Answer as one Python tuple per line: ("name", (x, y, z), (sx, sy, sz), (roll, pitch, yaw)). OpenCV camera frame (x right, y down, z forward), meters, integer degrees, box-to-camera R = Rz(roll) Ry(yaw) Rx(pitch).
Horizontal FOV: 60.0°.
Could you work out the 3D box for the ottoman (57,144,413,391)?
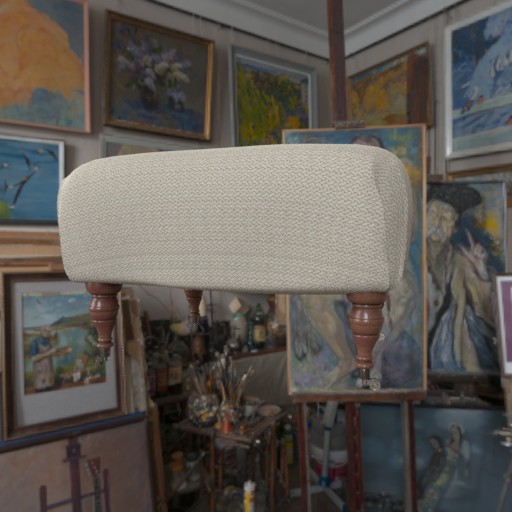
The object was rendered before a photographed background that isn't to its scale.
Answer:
("ottoman", (0.000, 0.000, 1.048), (0.684, 0.447, 0.622), (0, 1, 17))
